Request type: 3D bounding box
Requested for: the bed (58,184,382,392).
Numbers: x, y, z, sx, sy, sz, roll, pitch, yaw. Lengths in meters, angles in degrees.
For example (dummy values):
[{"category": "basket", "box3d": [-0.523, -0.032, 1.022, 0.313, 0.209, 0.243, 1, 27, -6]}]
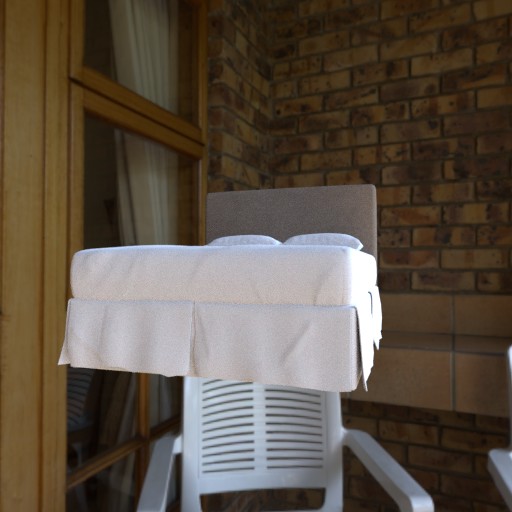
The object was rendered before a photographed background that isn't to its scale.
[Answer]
[{"category": "bed", "box3d": [0.000, 0.000, 3.239, 1.723, 1.330, 2.142, 0, -1, 18]}]
